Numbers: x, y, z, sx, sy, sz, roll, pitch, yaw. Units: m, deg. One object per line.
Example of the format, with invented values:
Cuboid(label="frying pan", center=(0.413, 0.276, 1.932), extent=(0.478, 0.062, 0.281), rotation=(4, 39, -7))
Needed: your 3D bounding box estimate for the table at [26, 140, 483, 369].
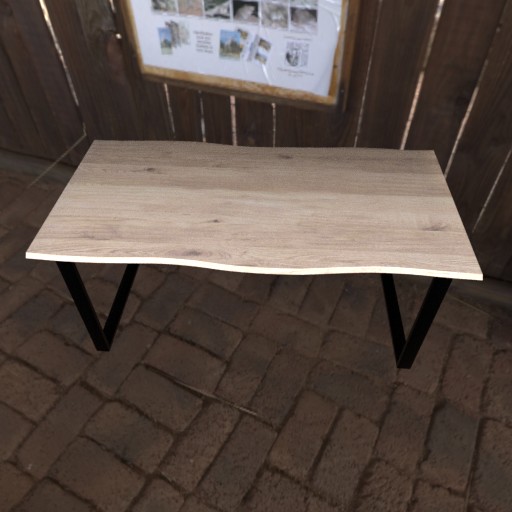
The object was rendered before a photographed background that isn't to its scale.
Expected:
Cuboid(label="table", center=(0.000, 0.000, 2.302), extent=(1.800, 0.780, 0.900), rotation=(3, 45, 3))
